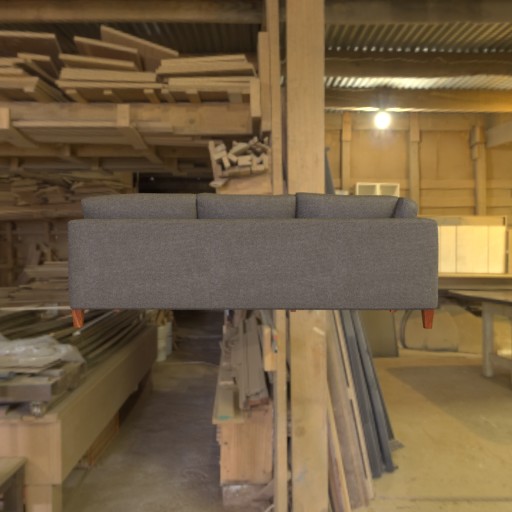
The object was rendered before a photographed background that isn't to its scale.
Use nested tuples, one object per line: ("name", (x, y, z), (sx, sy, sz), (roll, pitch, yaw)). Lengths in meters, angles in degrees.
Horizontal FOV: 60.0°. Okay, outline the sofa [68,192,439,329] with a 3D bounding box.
("sofa", (0.000, 0.000, 4.745), (2.594, 0.961, 3.460), (0, 1, 1))
